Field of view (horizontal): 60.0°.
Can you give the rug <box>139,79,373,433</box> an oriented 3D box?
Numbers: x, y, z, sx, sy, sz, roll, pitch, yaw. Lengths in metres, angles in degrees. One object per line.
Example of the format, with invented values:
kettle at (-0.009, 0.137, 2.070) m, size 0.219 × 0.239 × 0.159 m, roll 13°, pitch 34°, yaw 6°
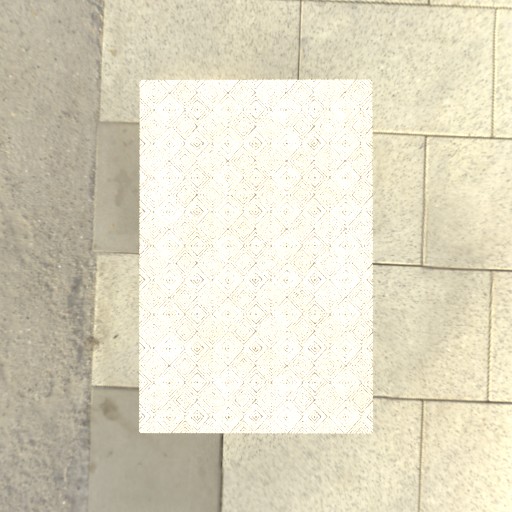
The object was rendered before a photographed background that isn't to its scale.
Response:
rug at (0.000, 0.000, 2.240) m, size 1.175 × 0.008 × 1.783 m, roll 0°, pitch 90°, yaw 0°
